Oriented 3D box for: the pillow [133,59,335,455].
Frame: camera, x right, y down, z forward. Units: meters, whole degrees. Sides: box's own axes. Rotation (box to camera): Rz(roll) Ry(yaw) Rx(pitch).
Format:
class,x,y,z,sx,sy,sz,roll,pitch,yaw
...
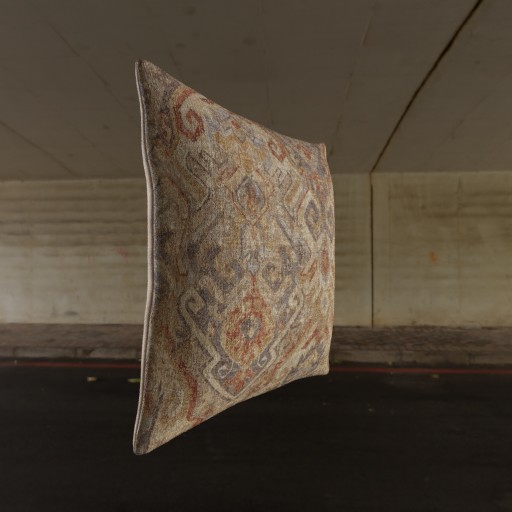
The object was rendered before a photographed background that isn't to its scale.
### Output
class,x,y,z,sx,sy,sz,roll,pitch,yaw
pillow,0.000,0.000,0.768,0.166,0.506,0.523,-1,-1,36
